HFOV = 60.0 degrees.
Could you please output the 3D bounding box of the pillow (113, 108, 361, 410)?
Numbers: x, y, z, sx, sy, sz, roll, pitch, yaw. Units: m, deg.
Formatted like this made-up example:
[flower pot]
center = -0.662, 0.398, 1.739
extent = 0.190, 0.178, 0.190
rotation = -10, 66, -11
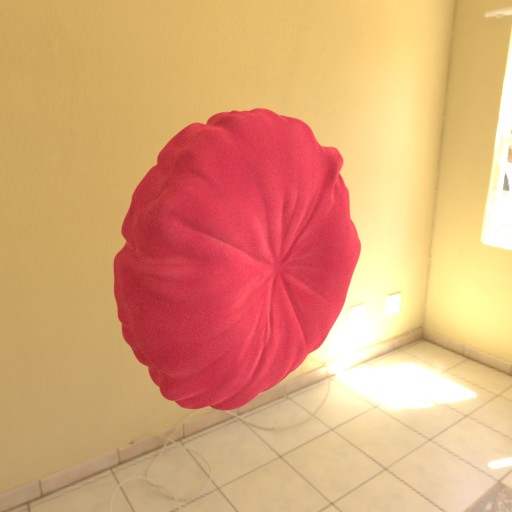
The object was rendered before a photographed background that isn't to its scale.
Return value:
[pillow]
center = 0.000, 0.000, 0.644
extent = 0.148, 0.407, 0.428
rotation = 15, 21, 43
